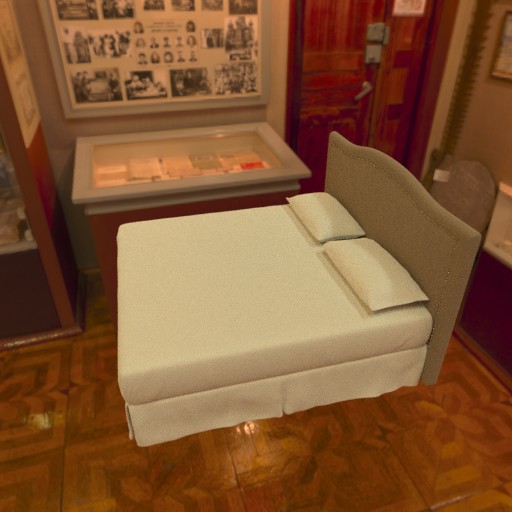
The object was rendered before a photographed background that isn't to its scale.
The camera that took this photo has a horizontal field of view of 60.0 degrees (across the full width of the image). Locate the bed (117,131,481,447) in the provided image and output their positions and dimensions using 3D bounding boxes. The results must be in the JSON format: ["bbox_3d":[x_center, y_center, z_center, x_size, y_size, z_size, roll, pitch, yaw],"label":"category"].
[{"bbox_3d":[0.000,0.000,3.495,2.182,1.421,2.083,-8,33,-12],"label":"bed"}]
